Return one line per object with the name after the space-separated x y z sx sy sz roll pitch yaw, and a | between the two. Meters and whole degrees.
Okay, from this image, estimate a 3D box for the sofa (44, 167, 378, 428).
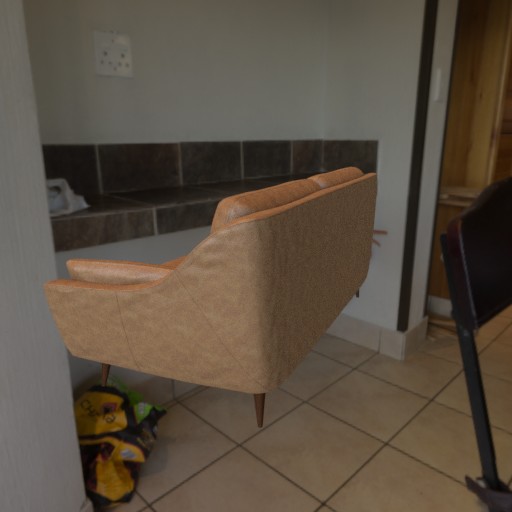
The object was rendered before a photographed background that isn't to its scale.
0.000 0.000 2.316 0.904 0.839 1.902 7 17 25 | sofa
